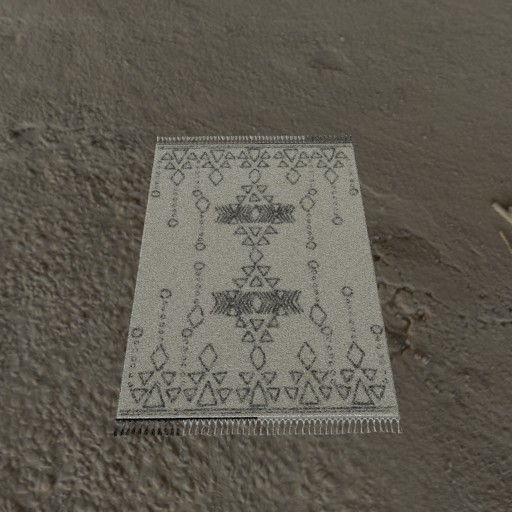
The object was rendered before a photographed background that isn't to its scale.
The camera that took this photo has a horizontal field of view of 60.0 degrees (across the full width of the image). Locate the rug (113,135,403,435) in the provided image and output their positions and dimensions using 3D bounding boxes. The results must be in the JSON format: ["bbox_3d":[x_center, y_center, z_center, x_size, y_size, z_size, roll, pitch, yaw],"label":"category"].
[{"bbox_3d":[0.000,0.000,3.045,1.600,0.013,2.312,0,59,0],"label":"rug"}]
